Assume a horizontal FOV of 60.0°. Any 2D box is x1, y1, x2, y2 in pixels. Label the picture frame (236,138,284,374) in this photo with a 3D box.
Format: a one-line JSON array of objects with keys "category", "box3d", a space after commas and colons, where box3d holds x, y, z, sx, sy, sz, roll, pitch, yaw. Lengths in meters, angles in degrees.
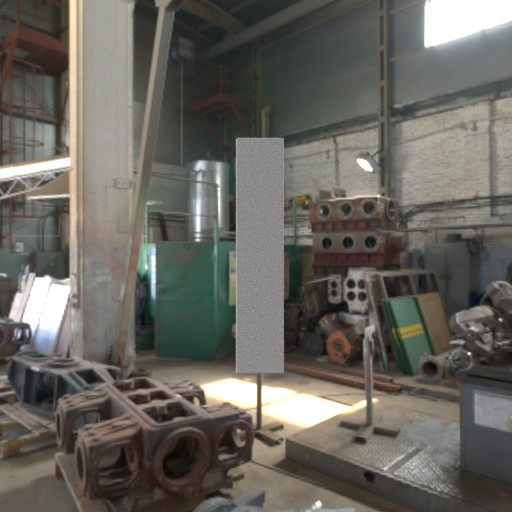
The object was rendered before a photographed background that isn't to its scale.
[{"category": "picture frame", "box3d": [0.000, 0.000, 0.849, 0.050, 0.250, 0.759, 0, 0, -1]}]
